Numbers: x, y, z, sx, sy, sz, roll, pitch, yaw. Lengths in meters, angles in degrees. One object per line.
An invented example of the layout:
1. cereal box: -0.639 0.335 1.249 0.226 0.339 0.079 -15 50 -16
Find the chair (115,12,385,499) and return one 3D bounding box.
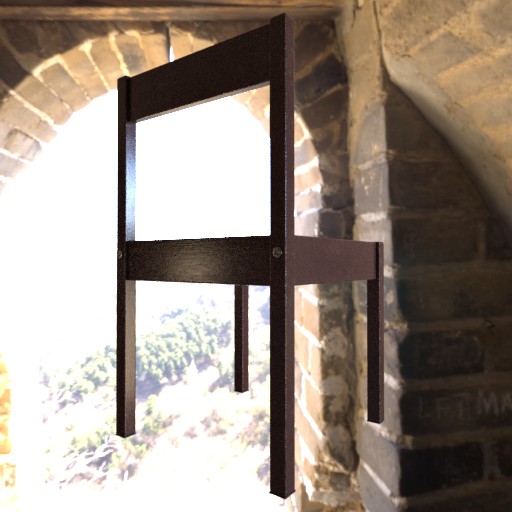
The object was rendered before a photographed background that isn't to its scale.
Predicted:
1. chair: 0.000 0.000 0.656 0.285 0.505 0.285 0 -1 37
